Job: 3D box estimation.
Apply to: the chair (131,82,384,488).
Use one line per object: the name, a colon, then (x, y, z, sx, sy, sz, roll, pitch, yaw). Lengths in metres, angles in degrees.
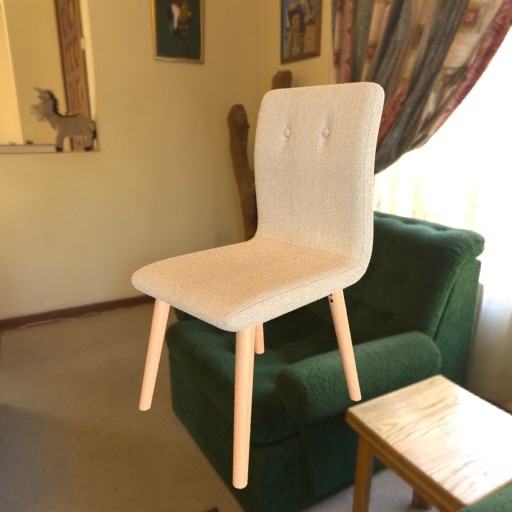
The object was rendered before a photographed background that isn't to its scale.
chair: (0.000, 0.000, 1.189, 0.550, 0.885, 0.435, -15, 22, -43)
